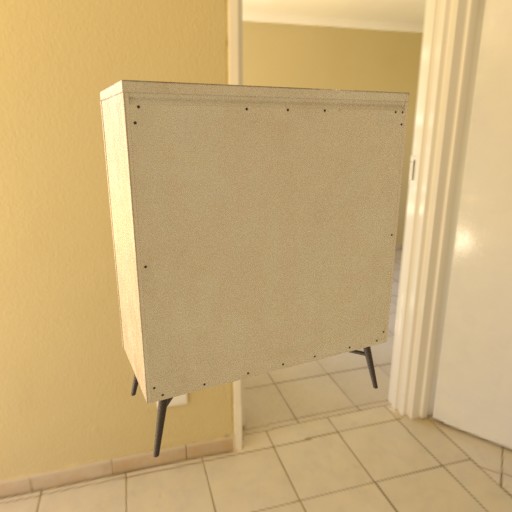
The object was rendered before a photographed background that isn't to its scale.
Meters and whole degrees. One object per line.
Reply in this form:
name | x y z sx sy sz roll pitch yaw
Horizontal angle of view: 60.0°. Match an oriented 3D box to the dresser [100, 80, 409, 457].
dresser | 0.000 0.000 1.755 1.016 1.219 0.457 -8 18 -25
